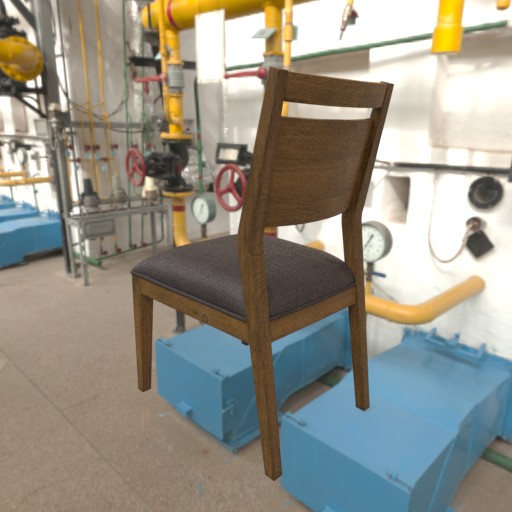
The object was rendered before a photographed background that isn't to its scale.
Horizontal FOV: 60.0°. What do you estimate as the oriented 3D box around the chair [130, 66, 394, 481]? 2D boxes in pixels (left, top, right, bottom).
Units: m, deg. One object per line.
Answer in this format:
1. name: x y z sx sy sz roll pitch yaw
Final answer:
1. chair: 0.000 0.000 1.287 0.501 0.939 0.610 -15 22 -42
